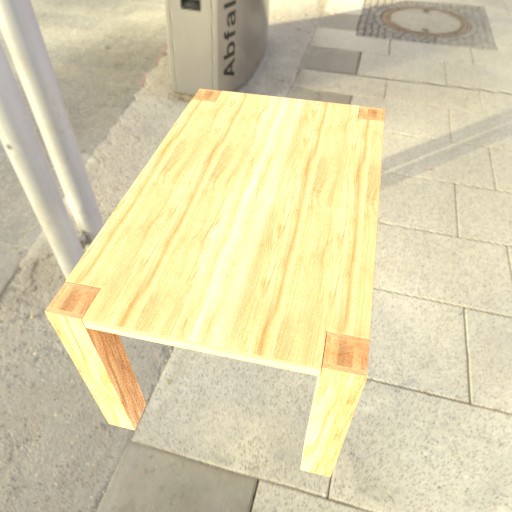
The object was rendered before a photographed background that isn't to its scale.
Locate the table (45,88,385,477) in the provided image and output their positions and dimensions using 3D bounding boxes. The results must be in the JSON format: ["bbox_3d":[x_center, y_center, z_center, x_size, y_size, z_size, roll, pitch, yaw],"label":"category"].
[{"bbox_3d":[0.000,0.000,1.923,0.900,0.760,1.400,10,47,9],"label":"table"}]
